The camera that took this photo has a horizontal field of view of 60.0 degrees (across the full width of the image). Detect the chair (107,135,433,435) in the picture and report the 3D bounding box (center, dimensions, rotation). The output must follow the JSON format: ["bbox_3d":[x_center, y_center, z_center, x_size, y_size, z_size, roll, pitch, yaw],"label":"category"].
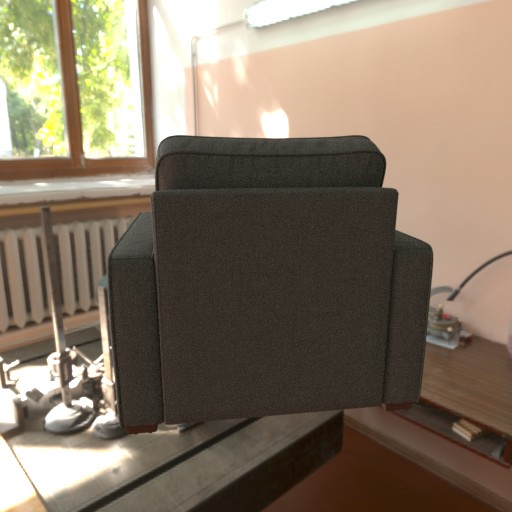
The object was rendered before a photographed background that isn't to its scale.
[{"bbox_3d":[0.000,0.000,1.769,1.017,0.919,0.940,-2,14,-8],"label":"chair"}]
